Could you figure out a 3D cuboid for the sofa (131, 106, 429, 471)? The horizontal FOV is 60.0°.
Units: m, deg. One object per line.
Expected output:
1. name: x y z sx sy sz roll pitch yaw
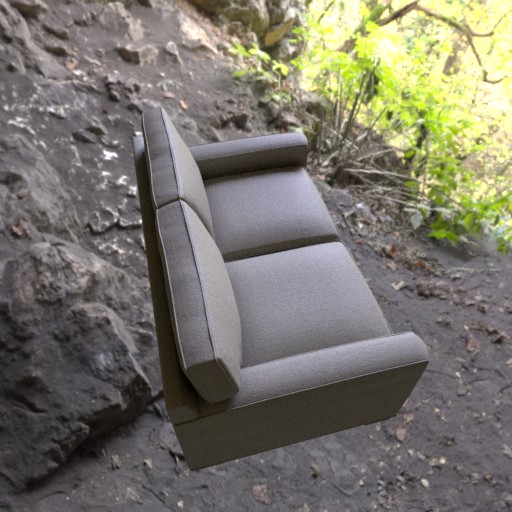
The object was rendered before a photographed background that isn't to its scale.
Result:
1. sofa: 0.000 0.000 2.063 0.940 0.853 1.484 -11 50 -9
